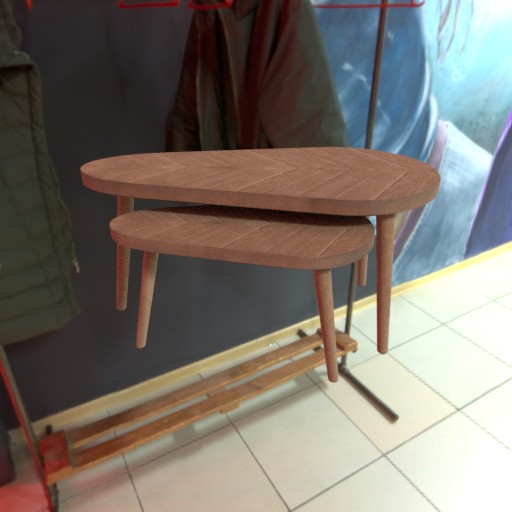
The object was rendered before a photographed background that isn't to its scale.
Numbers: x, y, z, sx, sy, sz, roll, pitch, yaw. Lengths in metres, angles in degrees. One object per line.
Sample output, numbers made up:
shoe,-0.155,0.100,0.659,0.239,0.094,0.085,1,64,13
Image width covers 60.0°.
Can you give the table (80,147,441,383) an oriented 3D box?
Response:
table,0.000,0.000,1.566,1.190,0.595,0.701,1,29,2
